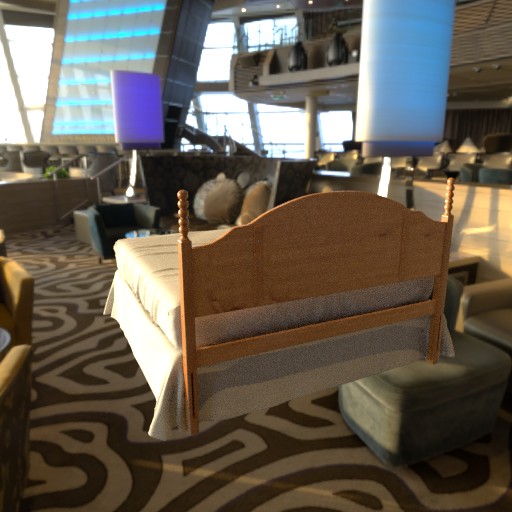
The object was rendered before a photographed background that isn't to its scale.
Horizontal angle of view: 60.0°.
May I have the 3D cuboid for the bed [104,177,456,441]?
[{"bbox_3d":[0.000,0.000,3.659,2.322,1.355,2.219,-7,16,-25],"label":"bed"}]
